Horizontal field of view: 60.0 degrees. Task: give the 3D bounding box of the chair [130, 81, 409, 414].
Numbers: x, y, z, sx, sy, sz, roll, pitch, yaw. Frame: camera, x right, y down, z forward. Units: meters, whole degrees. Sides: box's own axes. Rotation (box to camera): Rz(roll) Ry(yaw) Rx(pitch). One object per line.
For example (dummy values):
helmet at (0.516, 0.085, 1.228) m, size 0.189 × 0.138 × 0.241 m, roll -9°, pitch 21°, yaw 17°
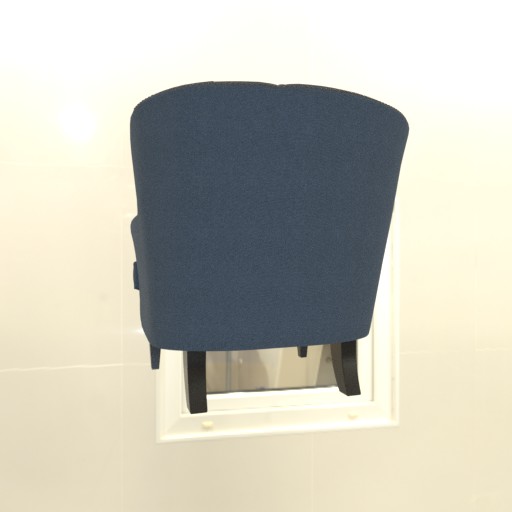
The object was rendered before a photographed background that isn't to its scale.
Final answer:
chair at (0.000, 0.000, 1.519) m, size 0.848 × 0.868 × 0.906 m, roll 0°, pitch 0°, yaw -19°
